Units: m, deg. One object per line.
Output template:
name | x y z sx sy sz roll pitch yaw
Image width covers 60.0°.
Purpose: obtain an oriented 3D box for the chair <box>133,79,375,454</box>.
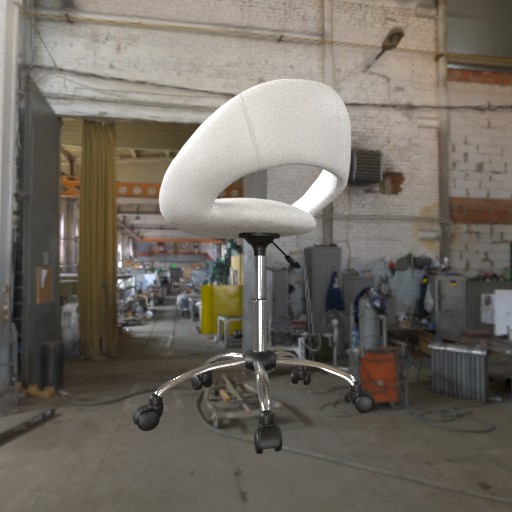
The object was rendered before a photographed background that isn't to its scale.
chair | 0.000 0.000 1.173 0.538 0.791 0.612 -2 -3 35
